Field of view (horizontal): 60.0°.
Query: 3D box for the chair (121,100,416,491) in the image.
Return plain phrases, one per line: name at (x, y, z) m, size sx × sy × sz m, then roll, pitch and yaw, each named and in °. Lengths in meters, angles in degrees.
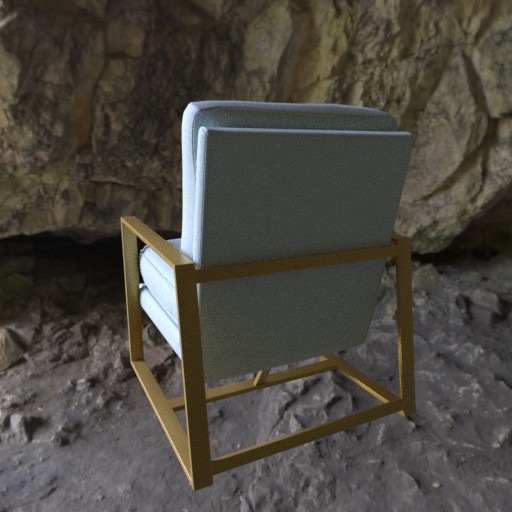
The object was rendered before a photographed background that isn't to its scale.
chair at (0.000, 0.000, 1.514) m, size 0.758 × 0.956 × 0.813 m, roll -7°, pitch 15°, yaw -26°
